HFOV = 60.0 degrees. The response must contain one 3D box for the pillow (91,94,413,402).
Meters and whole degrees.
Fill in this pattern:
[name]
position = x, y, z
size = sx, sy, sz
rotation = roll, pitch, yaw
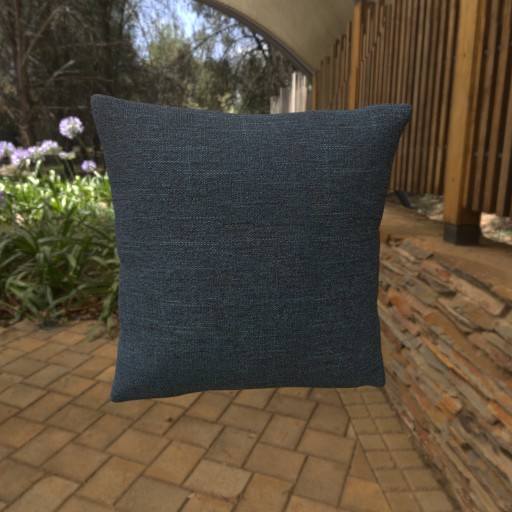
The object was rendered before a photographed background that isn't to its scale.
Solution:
[pillow]
position = 0.000, 0.000, 0.643
size = 0.435, 0.435, 0.159
rotation = -2, 13, -8
